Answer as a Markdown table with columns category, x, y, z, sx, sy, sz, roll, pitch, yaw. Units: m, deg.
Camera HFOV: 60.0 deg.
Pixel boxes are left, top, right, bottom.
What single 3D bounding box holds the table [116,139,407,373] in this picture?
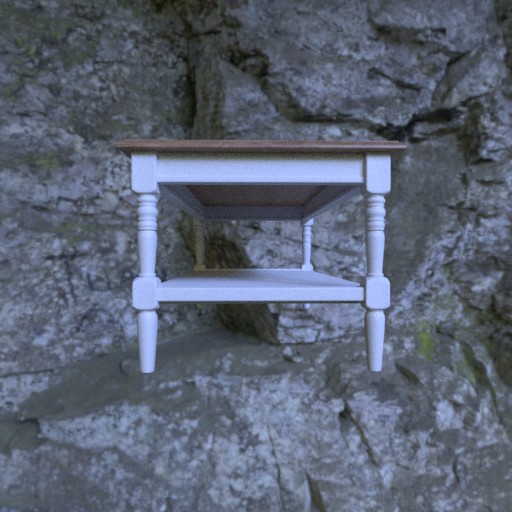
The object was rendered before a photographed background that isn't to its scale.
| category | x | y | z | sx | sy | sz | roll | pitch | yaw |
| --- | --- | --- | --- | --- | --- | --- | --- | --- | --- |
| table | 0.000 | 0.000 | 1.411 | 0.559 | 0.458 | 1.118 | 0 | 0 | -1 |
